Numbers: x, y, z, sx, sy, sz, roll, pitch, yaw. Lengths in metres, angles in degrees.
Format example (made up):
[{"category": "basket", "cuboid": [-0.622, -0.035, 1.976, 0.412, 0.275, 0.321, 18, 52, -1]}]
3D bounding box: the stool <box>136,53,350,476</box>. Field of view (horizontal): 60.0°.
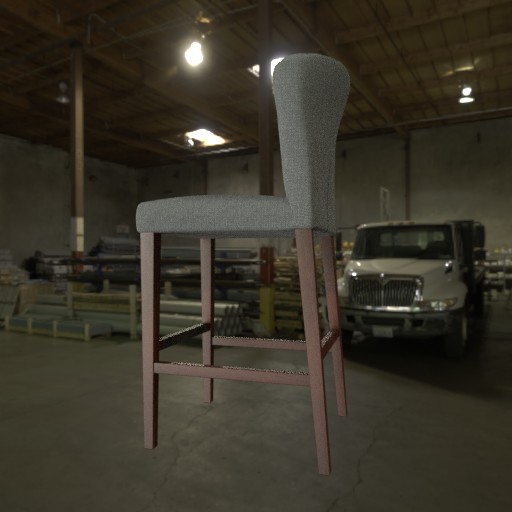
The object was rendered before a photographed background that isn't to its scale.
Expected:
[{"category": "stool", "cuboid": [0.000, 0.000, 1.364, 0.568, 1.069, 0.486, 0, 0, 17]}]
